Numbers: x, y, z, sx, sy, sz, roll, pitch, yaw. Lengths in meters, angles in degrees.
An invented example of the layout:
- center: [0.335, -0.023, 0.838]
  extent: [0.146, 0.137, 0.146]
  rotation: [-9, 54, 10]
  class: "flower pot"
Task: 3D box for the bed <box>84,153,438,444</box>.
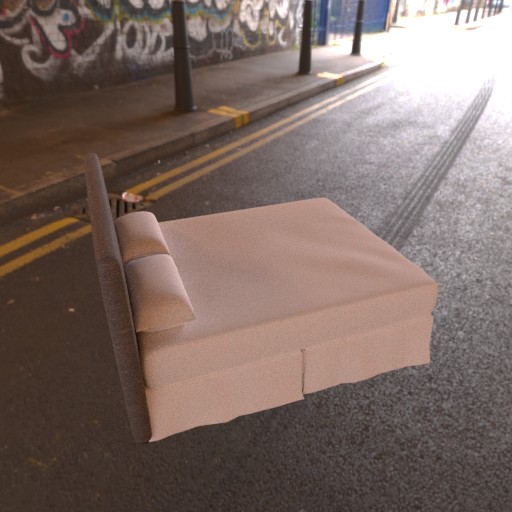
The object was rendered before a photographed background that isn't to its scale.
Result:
- center: [0.000, 0.000, 3.255]
  extent: [2.142, 1.330, 1.723]
  rotation: [-11, 32, -18]
  class: "bed"
